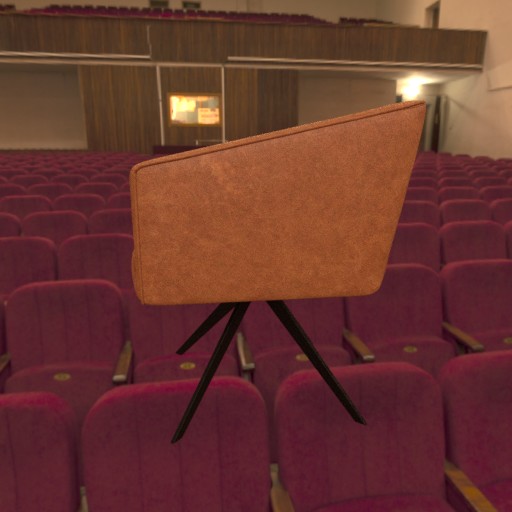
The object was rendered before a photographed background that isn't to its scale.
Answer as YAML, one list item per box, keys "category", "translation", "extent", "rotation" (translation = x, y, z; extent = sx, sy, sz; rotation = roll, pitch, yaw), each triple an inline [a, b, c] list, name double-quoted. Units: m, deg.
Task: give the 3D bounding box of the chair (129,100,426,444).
- category: "chair"
  translation: [0.000, 0.000, 1.207]
  extent: [0.625, 0.760, 0.588]
  rotation: [-2, 13, -9]
